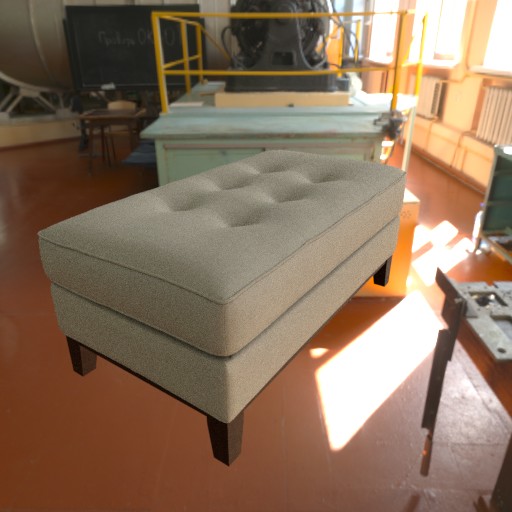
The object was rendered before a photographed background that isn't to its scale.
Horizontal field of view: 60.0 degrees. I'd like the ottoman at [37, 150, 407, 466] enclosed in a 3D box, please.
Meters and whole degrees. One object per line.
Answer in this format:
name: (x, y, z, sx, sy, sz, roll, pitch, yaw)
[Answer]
ottoman: (0.000, 0.000, 1.494, 0.648, 0.508, 1.143, 17, 30, 31)
